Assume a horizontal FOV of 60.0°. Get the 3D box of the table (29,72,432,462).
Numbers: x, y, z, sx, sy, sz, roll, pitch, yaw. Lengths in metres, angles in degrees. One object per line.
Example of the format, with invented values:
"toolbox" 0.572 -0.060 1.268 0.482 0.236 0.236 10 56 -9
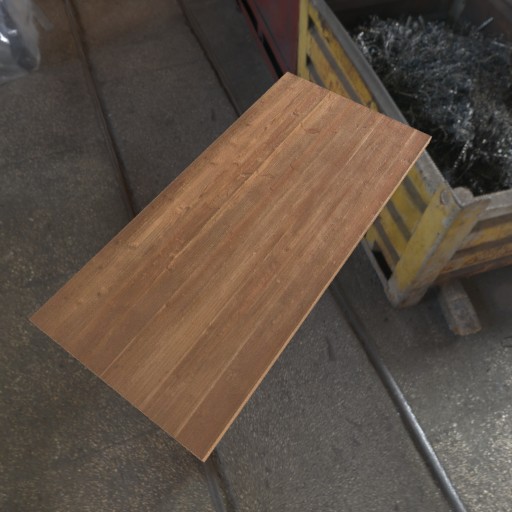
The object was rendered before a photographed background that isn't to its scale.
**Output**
"table" 0.000 0.000 2.490 0.952 0.760 2.003 31 64 17
